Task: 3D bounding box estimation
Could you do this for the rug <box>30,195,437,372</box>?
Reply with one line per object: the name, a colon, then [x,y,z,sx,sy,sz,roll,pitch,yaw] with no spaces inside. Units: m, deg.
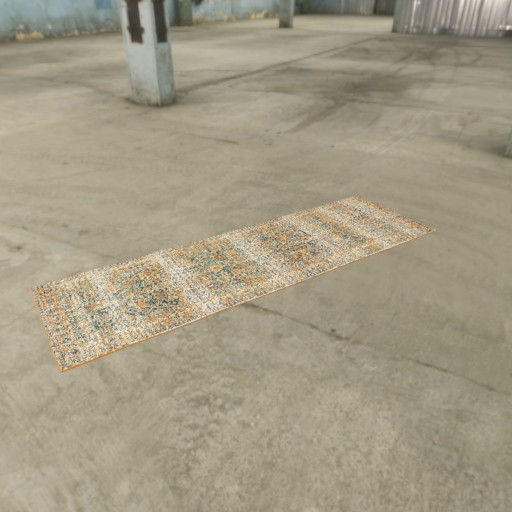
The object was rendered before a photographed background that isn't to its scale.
rug: [0.000,0.000,2.544,2.294,0.014,0.704,-18,35,-28]
